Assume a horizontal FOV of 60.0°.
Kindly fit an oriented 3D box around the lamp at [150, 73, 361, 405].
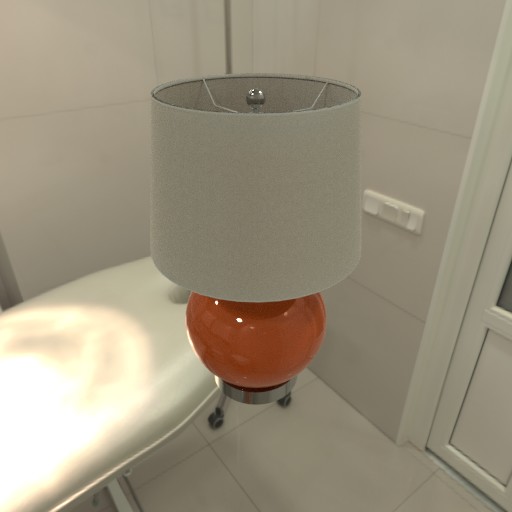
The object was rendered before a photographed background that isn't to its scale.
[{"bbox_3d":[0.000,0.000,0.539,0.247,0.387,0.247,0,31,0],"label":"lamp"}]
